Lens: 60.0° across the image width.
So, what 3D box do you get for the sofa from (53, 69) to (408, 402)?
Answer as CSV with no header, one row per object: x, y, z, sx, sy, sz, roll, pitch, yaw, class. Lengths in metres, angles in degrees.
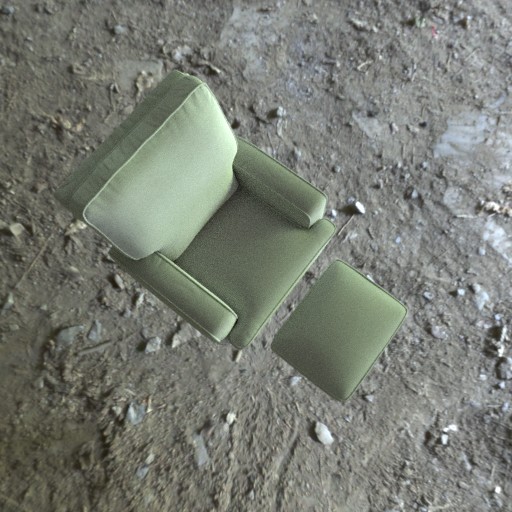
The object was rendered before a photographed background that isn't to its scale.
0.000,0.000,2.059,1.472,0.959,0.861,37,78,9,sofa
